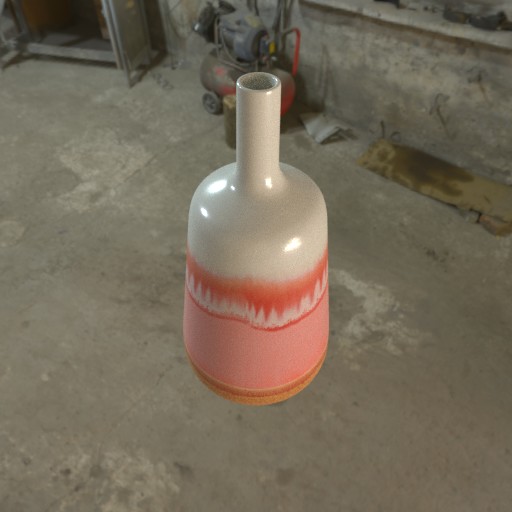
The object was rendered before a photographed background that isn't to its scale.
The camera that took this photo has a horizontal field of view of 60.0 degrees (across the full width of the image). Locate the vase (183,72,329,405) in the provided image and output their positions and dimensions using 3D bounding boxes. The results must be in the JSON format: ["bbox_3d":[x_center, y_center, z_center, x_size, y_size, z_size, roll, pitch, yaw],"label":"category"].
[{"bbox_3d":[0.000,0.000,0.366,0.144,0.296,0.144,0,46,0],"label":"vase"}]
